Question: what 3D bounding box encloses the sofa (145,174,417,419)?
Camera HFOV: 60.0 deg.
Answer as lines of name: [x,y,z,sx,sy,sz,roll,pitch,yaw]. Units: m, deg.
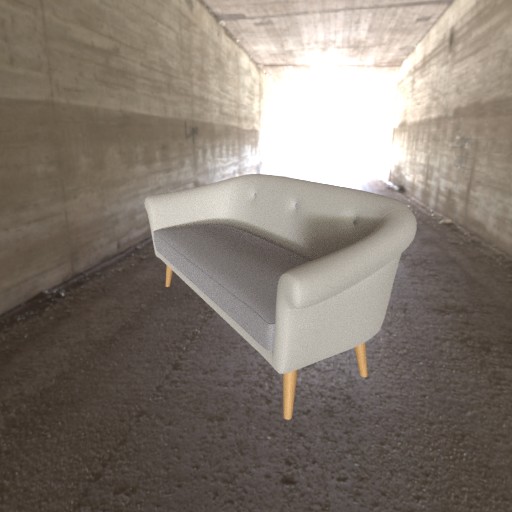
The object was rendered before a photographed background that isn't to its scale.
sofa: [0.000,0.000,2.553,0.827,0.795,2.160,-7,17,-25]
